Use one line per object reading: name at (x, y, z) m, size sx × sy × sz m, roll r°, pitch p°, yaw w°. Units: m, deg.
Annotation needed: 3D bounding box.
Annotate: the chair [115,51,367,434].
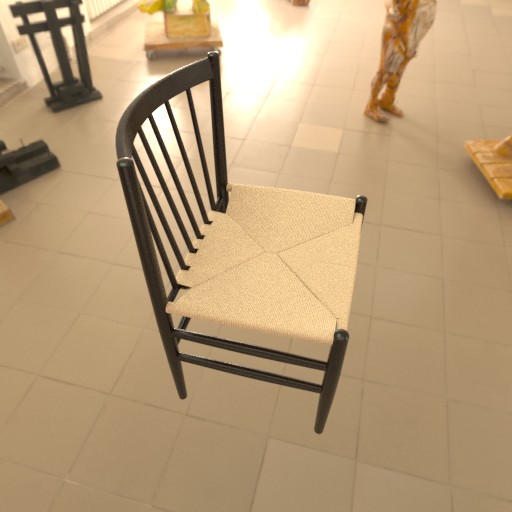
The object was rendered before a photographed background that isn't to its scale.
chair at (0.000, 0.000, 1.142) m, size 0.516 × 0.818 × 0.495 m, roll 11°, pitch 47°, yaw 10°
